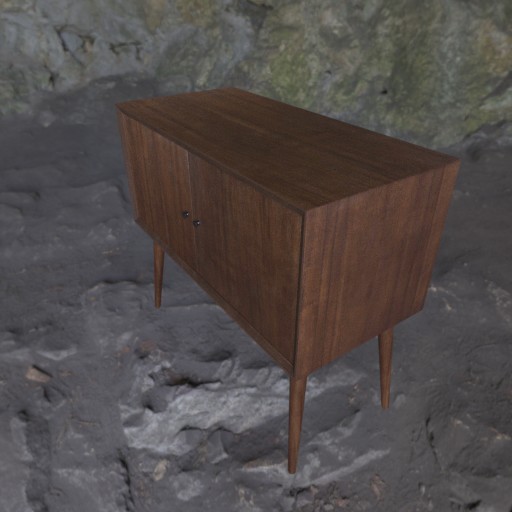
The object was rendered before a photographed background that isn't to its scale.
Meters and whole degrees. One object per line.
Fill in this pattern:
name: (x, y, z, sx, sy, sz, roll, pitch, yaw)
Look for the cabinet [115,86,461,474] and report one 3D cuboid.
cabinet: (0.000, 0.000, 1.119, 0.354, 0.654, 0.743, -20, 37, -29)
